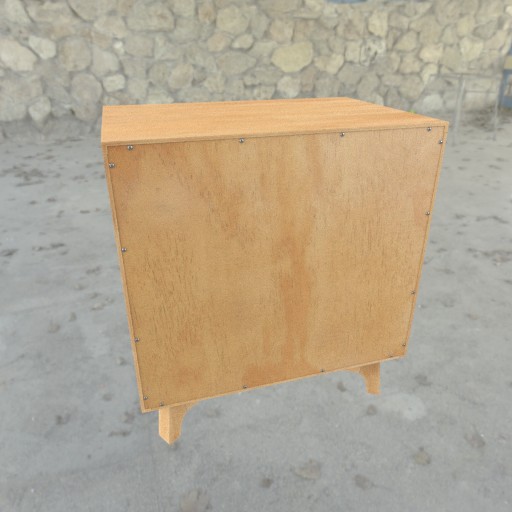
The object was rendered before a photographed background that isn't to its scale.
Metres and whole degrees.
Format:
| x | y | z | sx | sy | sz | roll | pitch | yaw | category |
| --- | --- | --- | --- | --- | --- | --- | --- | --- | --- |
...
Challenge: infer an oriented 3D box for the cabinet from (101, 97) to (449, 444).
| x | y | z | sx | sy | sz | roll | pitch | yaw | category |
| --- | --- | --- | --- | --- | --- | --- | --- | --- | --- |
| 0.000 | 0.000 | 0.963 | 0.551 | 0.599 | 0.394 | -8 | 27 | -15 | cabinet |
